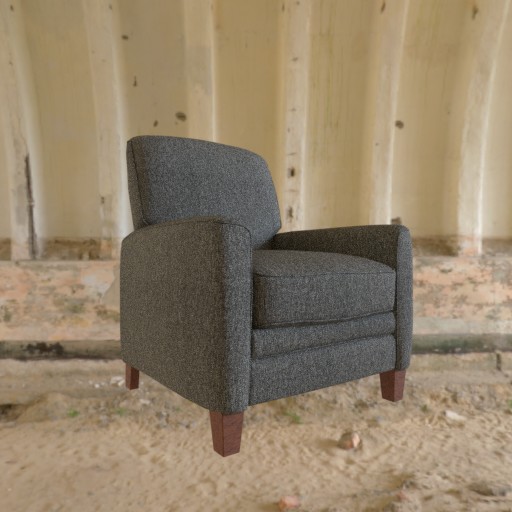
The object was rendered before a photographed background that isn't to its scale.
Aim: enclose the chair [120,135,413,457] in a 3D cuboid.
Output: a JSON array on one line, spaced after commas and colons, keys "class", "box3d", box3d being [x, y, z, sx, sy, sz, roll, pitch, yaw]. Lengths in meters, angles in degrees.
[{"class": "chair", "box3d": [0.000, 0.000, 1.642, 0.848, 1.014, 0.864, -1, 1, -36]}]
